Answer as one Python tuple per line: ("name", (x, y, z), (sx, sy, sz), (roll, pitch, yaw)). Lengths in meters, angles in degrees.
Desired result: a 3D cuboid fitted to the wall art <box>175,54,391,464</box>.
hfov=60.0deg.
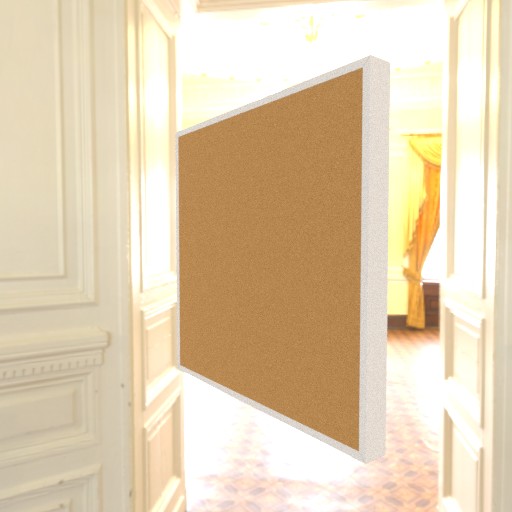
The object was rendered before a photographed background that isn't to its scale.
("wall art", (0.000, 0.000, 0.763), (0.040, 0.509, 0.509), (-2, 3, -38))
